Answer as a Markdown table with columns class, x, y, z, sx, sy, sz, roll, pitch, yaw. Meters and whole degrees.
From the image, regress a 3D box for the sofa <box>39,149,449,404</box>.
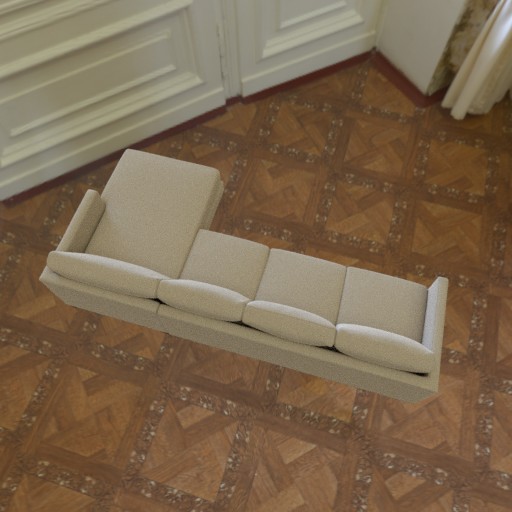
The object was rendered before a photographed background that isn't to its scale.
| class | x | y | z | sx | sy | sz | roll | pitch | yaw |
| --- | --- | --- | --- | --- | --- | --- | --- | --- | --- |
| sofa | 0.000 | 0.000 | 3.915 | 3.186 | 0.861 | 1.625 | 14 | 65 | 7 |
